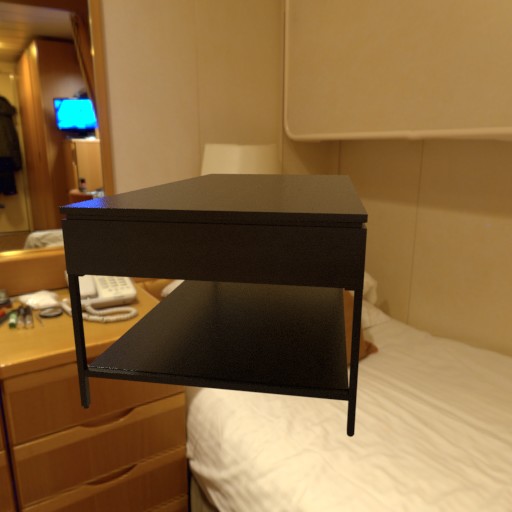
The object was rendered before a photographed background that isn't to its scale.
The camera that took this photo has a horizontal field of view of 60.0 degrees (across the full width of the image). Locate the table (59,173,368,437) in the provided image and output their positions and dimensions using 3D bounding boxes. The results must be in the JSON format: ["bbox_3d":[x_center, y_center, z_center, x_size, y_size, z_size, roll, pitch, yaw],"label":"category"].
[{"bbox_3d":[0.000,0.000,1.374,0.574,0.435,1.095,2,14,9],"label":"table"}]
